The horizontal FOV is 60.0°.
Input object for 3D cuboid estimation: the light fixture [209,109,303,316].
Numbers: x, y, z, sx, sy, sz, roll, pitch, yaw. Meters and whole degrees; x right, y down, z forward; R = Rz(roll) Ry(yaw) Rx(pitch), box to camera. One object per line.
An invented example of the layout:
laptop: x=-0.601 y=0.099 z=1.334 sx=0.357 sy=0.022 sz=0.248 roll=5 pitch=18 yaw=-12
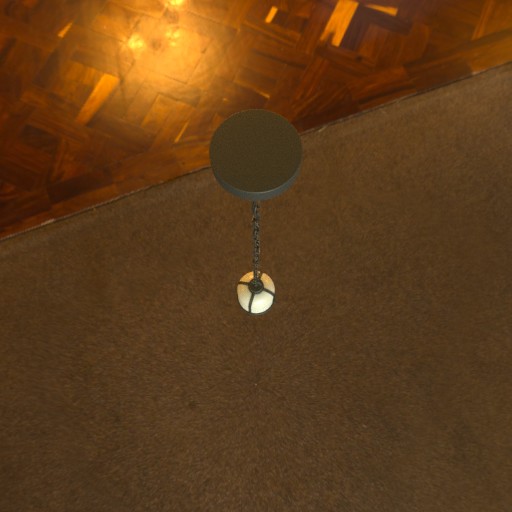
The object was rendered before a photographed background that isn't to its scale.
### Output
light fixture: x=0.000 y=0.000 z=1.251 sx=0.178 sy=1.181 sz=0.178 roll=18 pitch=75 yaw=5
